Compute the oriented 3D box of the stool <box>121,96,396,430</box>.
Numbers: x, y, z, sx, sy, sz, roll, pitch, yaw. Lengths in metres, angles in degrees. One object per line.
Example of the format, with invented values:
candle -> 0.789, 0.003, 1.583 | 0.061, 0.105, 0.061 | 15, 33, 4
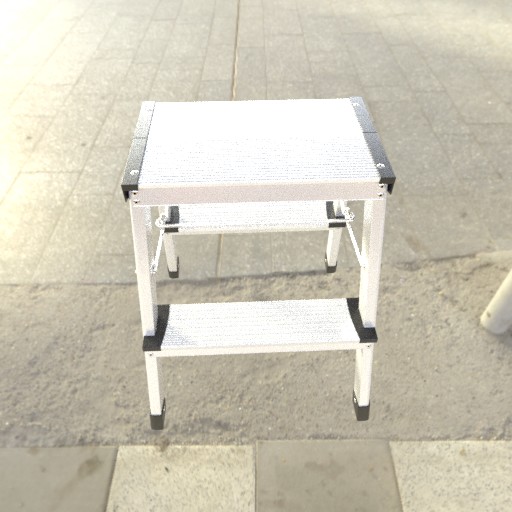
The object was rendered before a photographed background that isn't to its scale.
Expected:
stool -> 0.000, 0.000, 0.776 | 0.404, 0.480, 0.405 | -2, 47, -2
